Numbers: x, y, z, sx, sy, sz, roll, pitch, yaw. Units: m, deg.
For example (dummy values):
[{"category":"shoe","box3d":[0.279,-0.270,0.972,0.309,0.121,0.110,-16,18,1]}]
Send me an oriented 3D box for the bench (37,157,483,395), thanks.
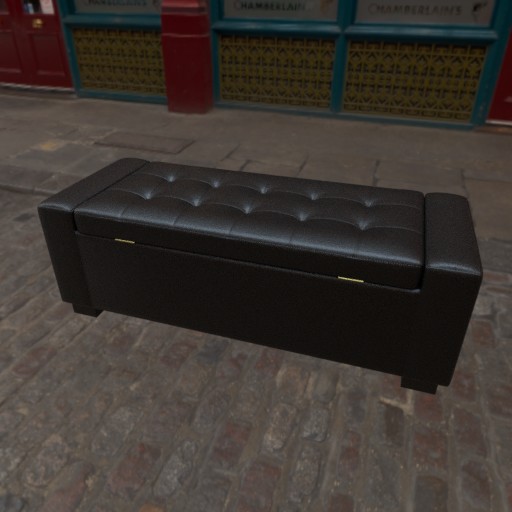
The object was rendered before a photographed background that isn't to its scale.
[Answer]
[{"category":"bench","box3d":[0.000,0.000,1.520,1.296,0.445,0.508,9,32,16]}]
